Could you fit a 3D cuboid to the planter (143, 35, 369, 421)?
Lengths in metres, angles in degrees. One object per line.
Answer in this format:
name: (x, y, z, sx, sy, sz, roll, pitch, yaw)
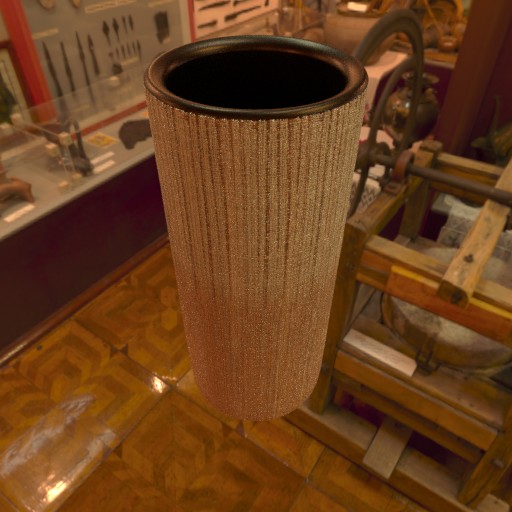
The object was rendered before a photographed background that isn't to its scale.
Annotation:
planter: (0.000, 0.000, 0.273, 0.100, 0.227, 0.100, 27, 48, 27)
